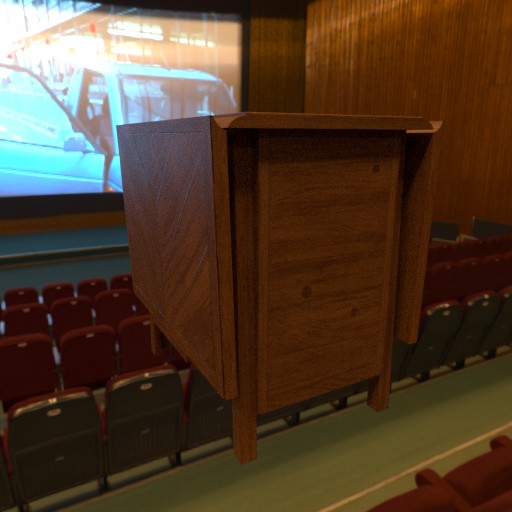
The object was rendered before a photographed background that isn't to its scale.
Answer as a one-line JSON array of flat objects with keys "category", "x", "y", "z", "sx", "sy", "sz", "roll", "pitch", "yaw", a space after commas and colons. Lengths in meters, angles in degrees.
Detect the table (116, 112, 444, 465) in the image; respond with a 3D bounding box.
[{"category": "table", "x": 0.000, "y": 0.000, "z": 1.305, "sx": 0.591, "sy": 0.763, "sz": 0.746, "roll": -8, "pitch": 17, "yaw": -28}]
